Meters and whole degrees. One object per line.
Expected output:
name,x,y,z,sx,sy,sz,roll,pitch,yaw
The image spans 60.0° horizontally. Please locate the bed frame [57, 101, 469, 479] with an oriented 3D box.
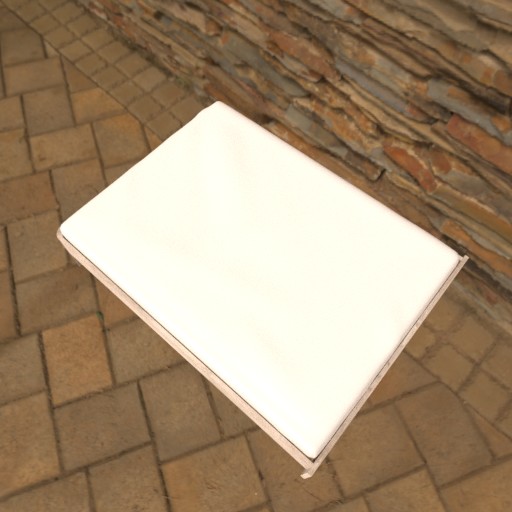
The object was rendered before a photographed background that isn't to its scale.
bed frame,0.000,0.000,2.687,1.950,0.462,1.490,37,68,18
